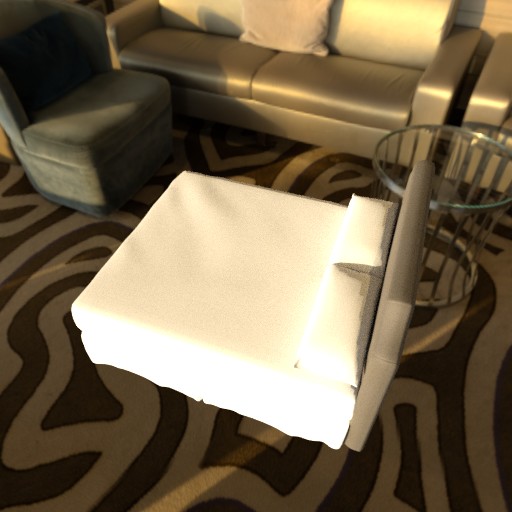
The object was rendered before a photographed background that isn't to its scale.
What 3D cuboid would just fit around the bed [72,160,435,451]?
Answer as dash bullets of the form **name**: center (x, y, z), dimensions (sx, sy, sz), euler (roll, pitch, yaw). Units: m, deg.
- **bed**: center (0.000, 0.000, 3.913), dimensions (2.536, 1.561, 2.194), euler (15, 47, 14)
